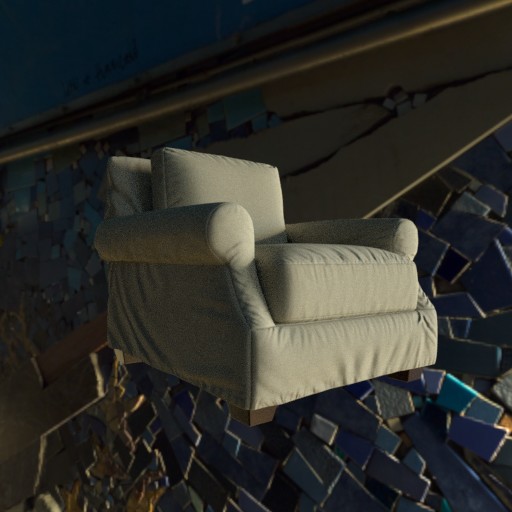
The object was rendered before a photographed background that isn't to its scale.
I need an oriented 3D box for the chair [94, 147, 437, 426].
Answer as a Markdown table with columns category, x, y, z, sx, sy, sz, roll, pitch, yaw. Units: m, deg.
| category | x | y | z | sx | sy | sz | roll | pitch | yaw |
| --- | --- | --- | --- | --- | --- | --- | --- | --- | --- |
| chair | 0.000 | 0.000 | 1.700 | 0.940 | 0.866 | 1.066 | 0 | -1 | -37 |
